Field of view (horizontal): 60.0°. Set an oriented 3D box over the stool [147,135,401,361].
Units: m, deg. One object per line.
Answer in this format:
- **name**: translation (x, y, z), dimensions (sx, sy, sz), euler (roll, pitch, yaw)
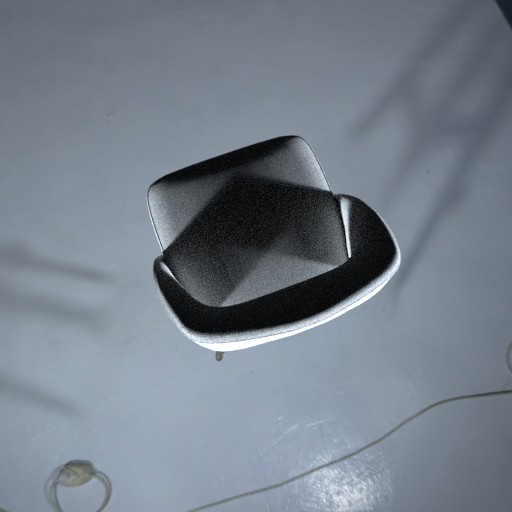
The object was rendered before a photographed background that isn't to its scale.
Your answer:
- **stool**: translation (0.000, 0.000, 1.208), dimensions (0.494, 0.940, 0.509), euler (-20, 76, -5)
